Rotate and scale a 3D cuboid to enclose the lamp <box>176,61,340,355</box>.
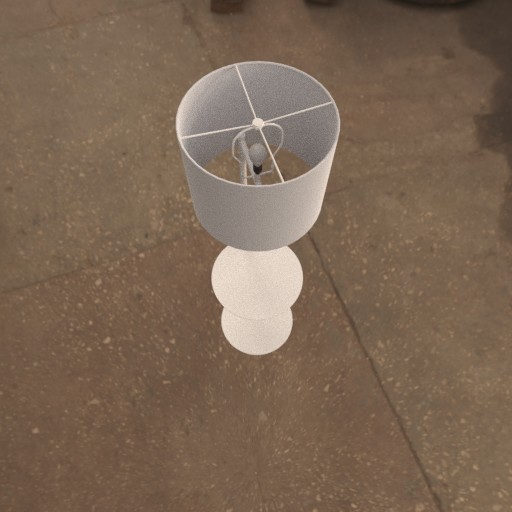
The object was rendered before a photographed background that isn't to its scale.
[{"bbox_3d":[0.000,0.000,1.667,0.372,1.465,0.405,-16,65,-7],"label":"lamp"}]
